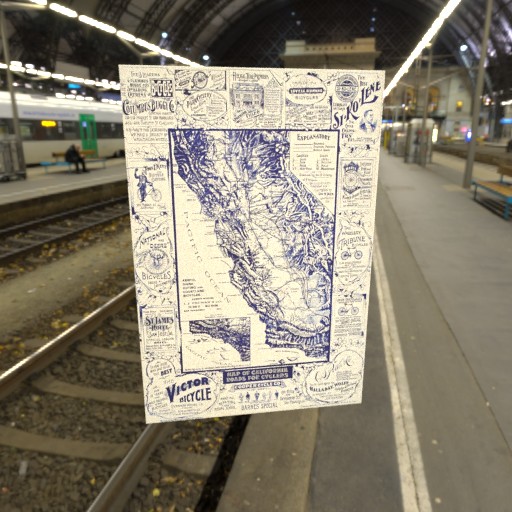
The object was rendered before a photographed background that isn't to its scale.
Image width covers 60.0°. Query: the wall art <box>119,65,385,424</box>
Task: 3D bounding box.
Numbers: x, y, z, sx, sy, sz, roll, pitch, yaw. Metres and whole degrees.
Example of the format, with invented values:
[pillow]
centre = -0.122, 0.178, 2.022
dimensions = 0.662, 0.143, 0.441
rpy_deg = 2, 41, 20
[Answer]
[wall art]
centre = 0.000, 0.000, 0.481
dimensions = 0.255, 0.376, 0.025
rpy_deg = -2, 16, -9
